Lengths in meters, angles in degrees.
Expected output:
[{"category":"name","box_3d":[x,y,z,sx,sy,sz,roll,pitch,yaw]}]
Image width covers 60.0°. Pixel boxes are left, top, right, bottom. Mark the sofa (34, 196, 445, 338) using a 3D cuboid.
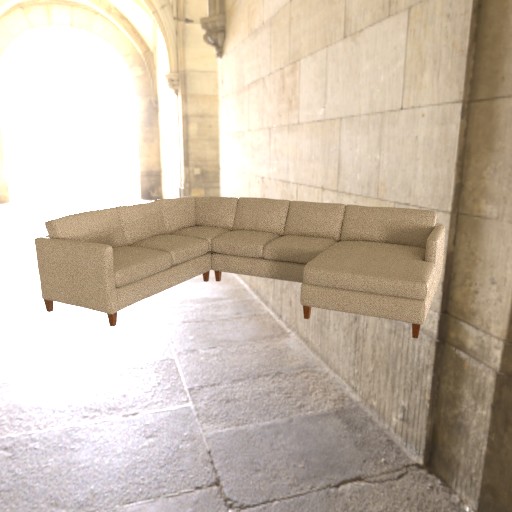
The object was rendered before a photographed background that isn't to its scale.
[{"category":"sofa","box_3d":[0.000,0.000,4.597,3.460,0.961,2.594,7,15,26]}]
